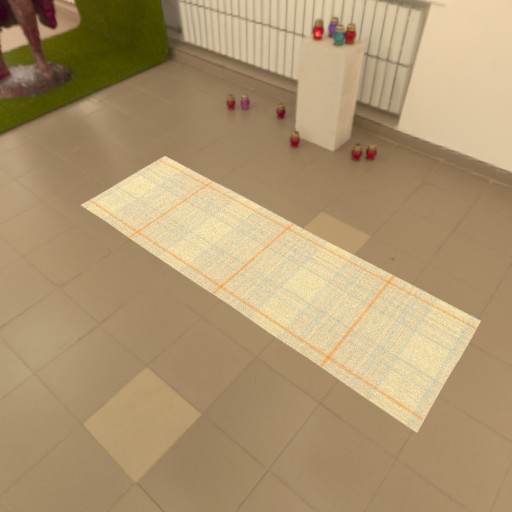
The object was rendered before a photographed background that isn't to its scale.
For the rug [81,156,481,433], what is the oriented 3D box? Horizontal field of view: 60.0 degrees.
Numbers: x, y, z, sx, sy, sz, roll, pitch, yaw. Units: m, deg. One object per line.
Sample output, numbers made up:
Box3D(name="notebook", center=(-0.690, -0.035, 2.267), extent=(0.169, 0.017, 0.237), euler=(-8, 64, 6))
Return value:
Box3D(name="rug", center=(0.000, 0.000, 2.671), extent=(2.442, 0.016, 0.770), euler=(31, 53, 26))
